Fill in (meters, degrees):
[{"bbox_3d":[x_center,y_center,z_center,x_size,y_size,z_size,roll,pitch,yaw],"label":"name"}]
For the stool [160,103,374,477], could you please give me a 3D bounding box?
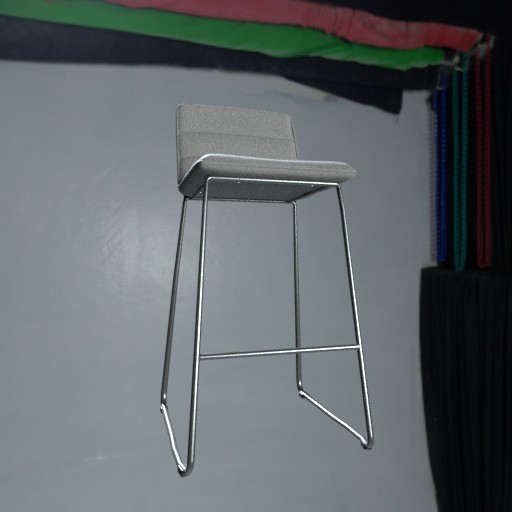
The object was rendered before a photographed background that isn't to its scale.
[{"bbox_3d":[0.000,0.000,1.236,0.490,0.960,0.490,0,0,-17],"label":"stool"}]
